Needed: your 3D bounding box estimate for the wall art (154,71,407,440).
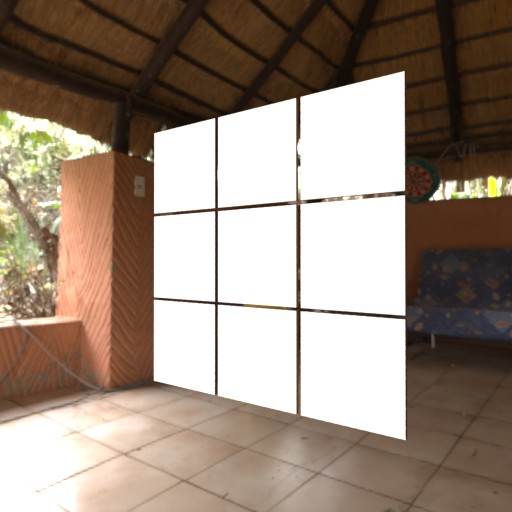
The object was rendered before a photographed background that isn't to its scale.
[{"bbox_3d":[0.000,0.000,1.871,1.256,1.246,0.017,0,-1,36],"label":"wall art"}]
